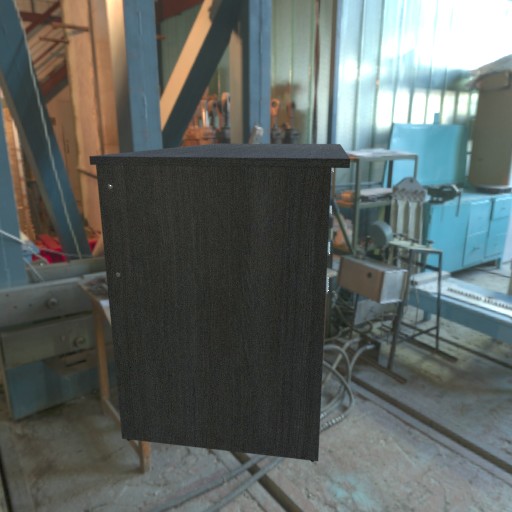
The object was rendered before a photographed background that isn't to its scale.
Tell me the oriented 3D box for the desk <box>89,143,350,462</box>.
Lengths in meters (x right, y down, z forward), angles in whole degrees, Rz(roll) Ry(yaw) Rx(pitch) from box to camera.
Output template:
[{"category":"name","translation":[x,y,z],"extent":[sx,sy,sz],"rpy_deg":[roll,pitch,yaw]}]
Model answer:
[{"category":"desk","translation":[0.000,0.000,1.543],"extent":[0.560,0.730,1.096],"rpy_deg":[3,16,9]}]
